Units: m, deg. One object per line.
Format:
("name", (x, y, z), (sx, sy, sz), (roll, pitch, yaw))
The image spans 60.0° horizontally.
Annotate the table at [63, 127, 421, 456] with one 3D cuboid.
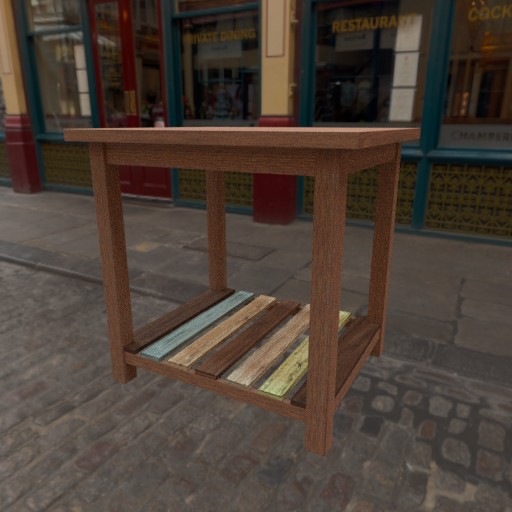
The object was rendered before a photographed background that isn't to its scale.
("table", (0.000, 0.000, 1.149), (0.660, 0.635, 0.559), (9, 19, 27))
